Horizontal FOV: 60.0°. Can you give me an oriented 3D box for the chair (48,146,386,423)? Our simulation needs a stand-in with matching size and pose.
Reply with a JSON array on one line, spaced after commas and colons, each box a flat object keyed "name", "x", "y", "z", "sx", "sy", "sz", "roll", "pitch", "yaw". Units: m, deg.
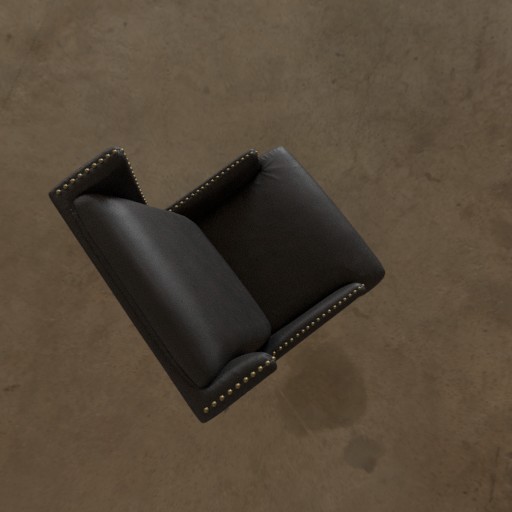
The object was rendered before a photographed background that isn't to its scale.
[{"name": "chair", "x": 0.000, "y": 0.000, "z": 1.622, "sx": 0.799, "sy": 1.142, "sz": 0.703, "roll": -36, "pitch": 80, "yaw": -8}]
